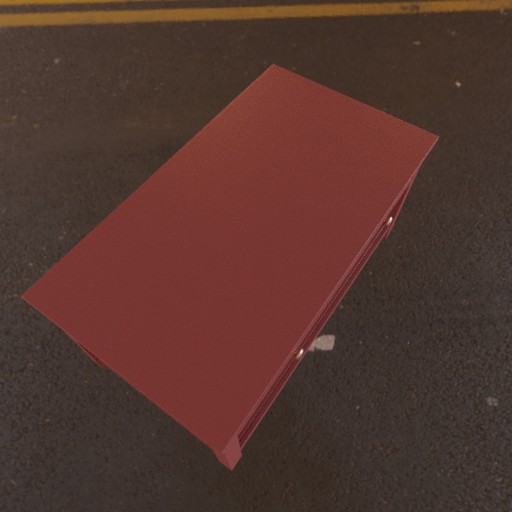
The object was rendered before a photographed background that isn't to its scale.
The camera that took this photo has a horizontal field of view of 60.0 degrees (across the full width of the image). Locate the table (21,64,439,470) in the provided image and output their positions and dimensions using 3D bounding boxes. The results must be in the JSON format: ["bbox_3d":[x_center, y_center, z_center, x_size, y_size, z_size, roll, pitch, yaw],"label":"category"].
[{"bbox_3d":[0.000,0.000,1.396,0.612,0.493,1.068,31,64,17],"label":"table"}]
